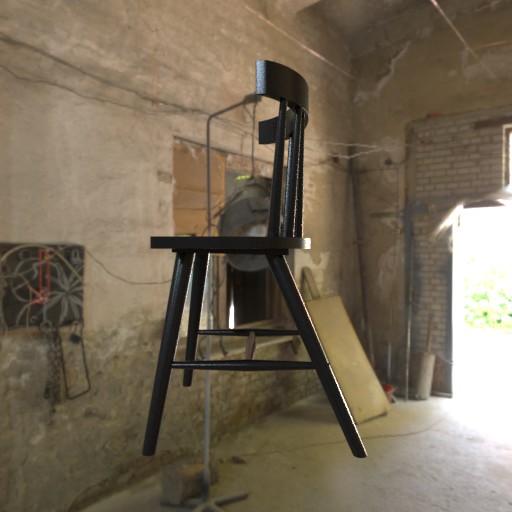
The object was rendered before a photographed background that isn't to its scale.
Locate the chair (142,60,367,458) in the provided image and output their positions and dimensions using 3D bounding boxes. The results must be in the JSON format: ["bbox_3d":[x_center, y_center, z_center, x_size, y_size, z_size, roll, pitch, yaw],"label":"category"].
[{"bbox_3d":[0.000,0.000,1.183,0.483,0.844,0.506,0,1,1],"label":"chair"}]
